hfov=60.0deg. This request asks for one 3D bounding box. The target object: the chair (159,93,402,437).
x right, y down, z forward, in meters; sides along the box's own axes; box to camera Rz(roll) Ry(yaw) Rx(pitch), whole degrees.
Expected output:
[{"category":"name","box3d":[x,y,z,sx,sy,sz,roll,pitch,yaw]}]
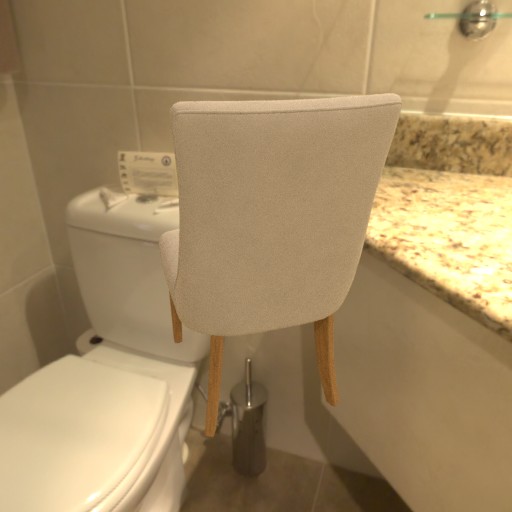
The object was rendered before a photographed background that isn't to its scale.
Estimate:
[{"category":"chair","box3d":[0.000,0.000,1.248,0.495,0.902,0.610,-8,27,-16]}]
